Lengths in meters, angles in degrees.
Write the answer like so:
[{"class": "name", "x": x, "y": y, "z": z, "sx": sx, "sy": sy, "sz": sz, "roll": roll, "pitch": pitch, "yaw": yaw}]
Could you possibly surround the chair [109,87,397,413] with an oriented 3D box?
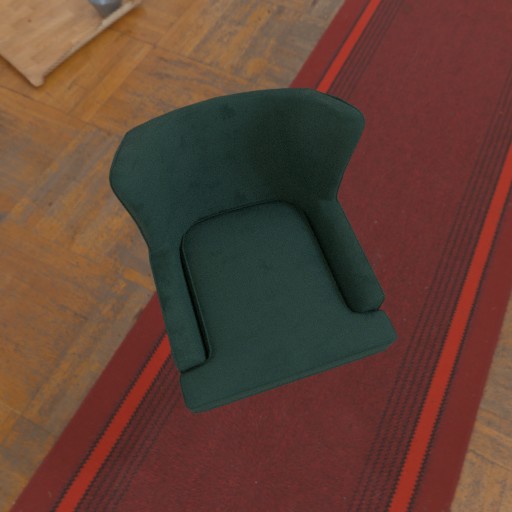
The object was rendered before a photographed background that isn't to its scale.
[{"class": "chair", "x": 0.000, "y": 0.000, "z": 1.667, "sx": 0.793, "sy": 0.952, "sz": 0.910, "roll": -16, "pitch": 64, "yaw": -8}]
